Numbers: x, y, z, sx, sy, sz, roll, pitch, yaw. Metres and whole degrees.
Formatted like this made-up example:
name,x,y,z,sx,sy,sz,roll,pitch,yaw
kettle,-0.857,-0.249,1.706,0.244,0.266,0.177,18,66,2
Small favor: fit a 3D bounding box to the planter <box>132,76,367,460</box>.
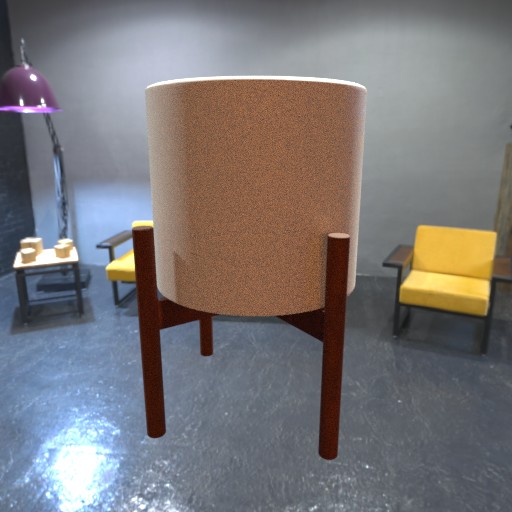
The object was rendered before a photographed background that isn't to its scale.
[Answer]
name,x,y,z,sx,sy,sz,roll,pitch,yaw
planter,0.000,0.000,0.506,0.224,0.358,0.224,3,16,11
